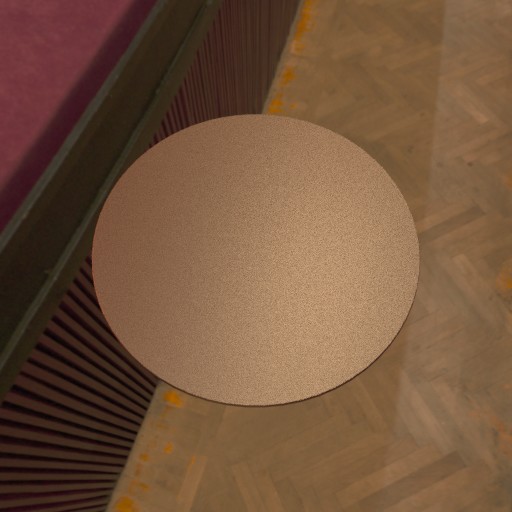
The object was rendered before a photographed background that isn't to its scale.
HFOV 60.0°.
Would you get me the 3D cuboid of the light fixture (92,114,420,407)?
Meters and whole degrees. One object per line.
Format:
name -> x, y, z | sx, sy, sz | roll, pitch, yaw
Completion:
light fixture -> 0.000, 0.000, 0.545 | 0.368, 0.100, 0.368 | 0, 64, 0
